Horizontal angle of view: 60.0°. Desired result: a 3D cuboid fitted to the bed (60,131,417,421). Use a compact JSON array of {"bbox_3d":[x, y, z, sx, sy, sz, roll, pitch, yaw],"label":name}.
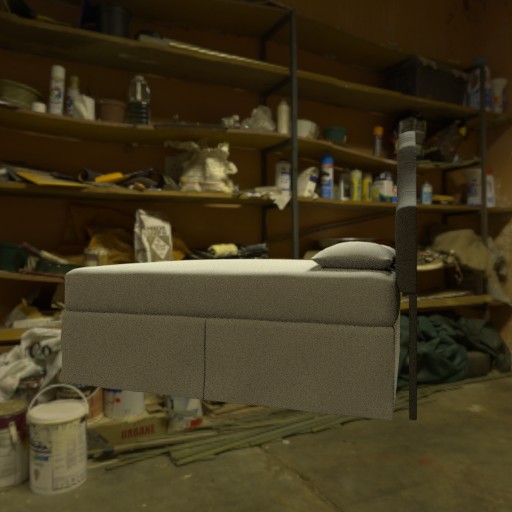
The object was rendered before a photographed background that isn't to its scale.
[{"bbox_3d":[0.000,0.000,3.191,2.155,1.575,1.636,0,0,19],"label":"bed"}]
